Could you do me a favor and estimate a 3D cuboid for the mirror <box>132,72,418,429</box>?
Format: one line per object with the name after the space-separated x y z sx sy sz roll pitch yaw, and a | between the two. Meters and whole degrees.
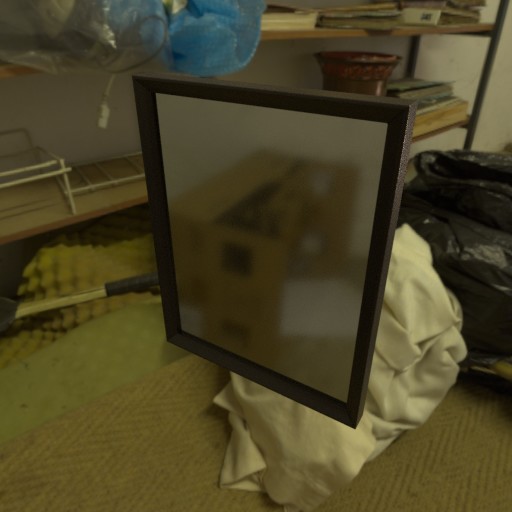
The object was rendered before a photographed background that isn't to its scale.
0.000 0.000 0.700 0.406 0.509 0.041 17 34 27 | mirror
